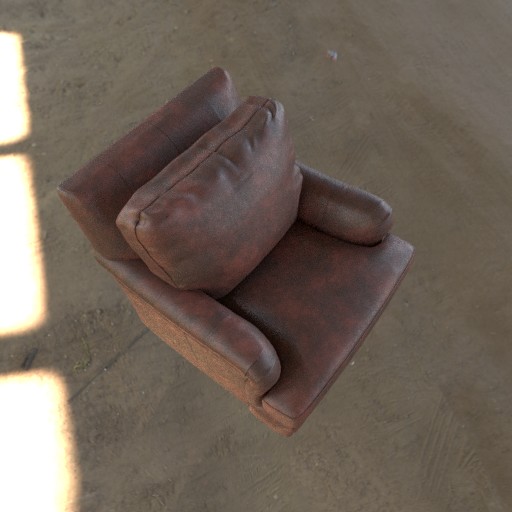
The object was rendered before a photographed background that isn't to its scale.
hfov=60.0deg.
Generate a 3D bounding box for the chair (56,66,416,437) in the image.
[{"bbox_3d":[0.000,0.000,1.963,1.156,1.051,0.987,33,64,19],"label":"chair"}]
